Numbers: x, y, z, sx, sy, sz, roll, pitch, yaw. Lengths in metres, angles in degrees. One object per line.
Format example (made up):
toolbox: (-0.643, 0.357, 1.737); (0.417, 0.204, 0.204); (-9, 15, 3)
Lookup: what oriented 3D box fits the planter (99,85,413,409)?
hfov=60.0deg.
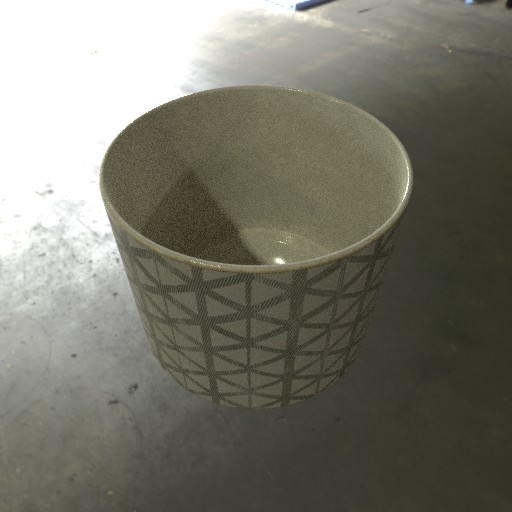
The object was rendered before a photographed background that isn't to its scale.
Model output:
planter: (0.000, 0.000, 0.340); (0.190, 0.181, 0.190); (0, 47, 0)
